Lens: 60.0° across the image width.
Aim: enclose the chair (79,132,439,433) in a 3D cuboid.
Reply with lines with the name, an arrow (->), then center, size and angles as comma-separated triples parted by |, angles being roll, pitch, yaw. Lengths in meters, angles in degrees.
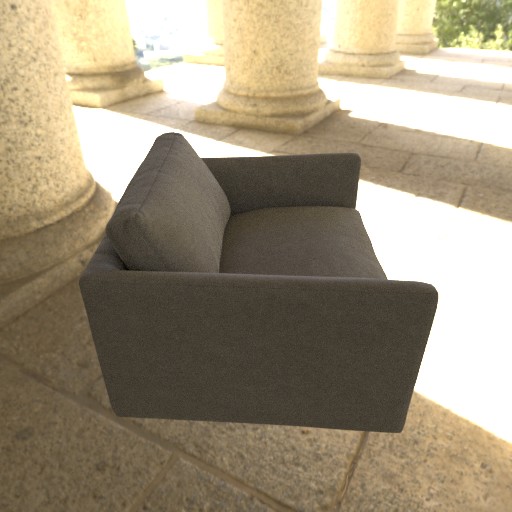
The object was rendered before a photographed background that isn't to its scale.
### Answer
chair -> 0.000, 0.000, 1.873 | 1.091, 0.845, 1.190 | 0, 32, 0
